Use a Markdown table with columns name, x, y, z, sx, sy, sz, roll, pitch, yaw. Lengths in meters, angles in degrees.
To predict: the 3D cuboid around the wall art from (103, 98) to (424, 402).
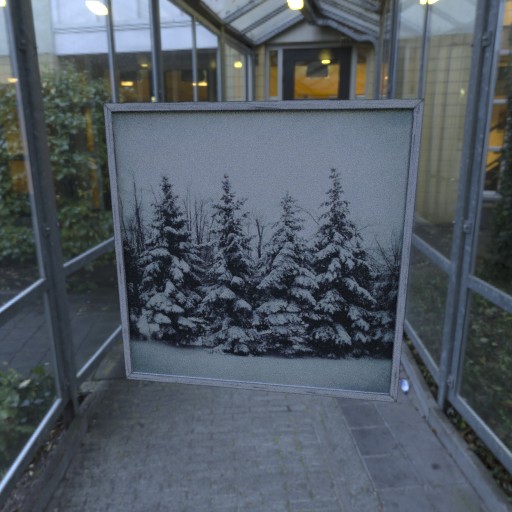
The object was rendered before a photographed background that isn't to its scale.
| name | x | y | z | sx | sy | sz | roll | pitch | yaw |
| --- | --- | --- | --- | --- | --- | --- | --- | --- | --- |
| wall art | 0.000 | 0.000 | 1.152 | 0.761 | 0.761 | 0.037 | 2 | 15 | 9 |
